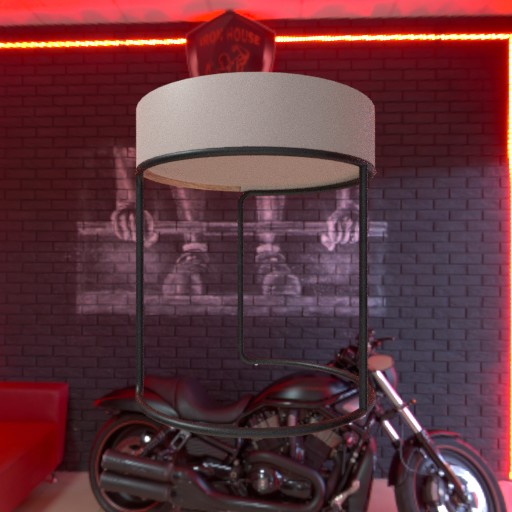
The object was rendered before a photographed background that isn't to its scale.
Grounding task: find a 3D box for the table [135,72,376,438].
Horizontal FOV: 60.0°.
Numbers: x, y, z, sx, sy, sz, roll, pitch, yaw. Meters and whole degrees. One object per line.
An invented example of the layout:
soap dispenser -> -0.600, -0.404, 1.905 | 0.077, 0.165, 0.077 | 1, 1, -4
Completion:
table -> 0.000, 0.000, 0.860 | 0.450, 0.530, 0.450 | 0, 0, 0
